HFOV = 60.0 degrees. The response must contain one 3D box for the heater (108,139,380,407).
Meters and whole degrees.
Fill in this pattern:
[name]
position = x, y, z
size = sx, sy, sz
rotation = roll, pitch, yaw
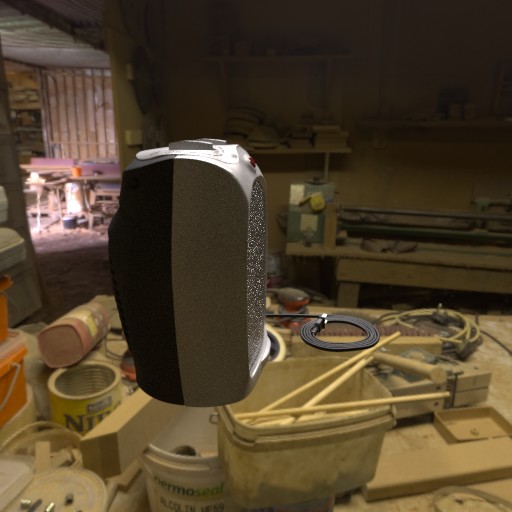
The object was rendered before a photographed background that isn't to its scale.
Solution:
[heater]
position = 0.000, 0.000, 0.471
size = 0.291, 0.240, 0.239
rotation = 2, 16, 7
